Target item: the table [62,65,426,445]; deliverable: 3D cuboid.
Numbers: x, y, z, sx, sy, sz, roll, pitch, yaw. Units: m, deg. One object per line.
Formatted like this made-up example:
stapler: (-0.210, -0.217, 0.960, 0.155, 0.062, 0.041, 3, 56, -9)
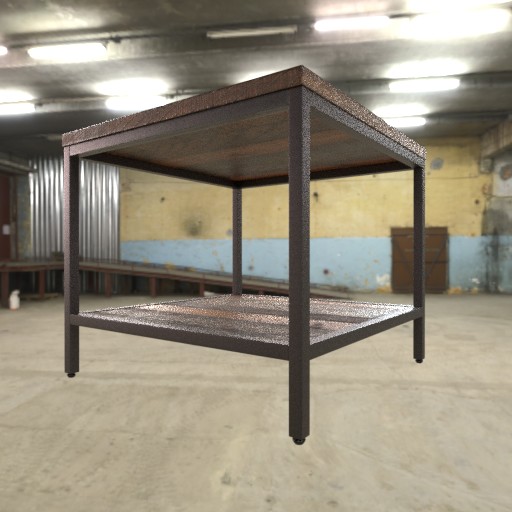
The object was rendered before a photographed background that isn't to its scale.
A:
table: (0.000, 0.000, 0.939, 0.548, 0.482, 0.553, 0, 0, 36)
